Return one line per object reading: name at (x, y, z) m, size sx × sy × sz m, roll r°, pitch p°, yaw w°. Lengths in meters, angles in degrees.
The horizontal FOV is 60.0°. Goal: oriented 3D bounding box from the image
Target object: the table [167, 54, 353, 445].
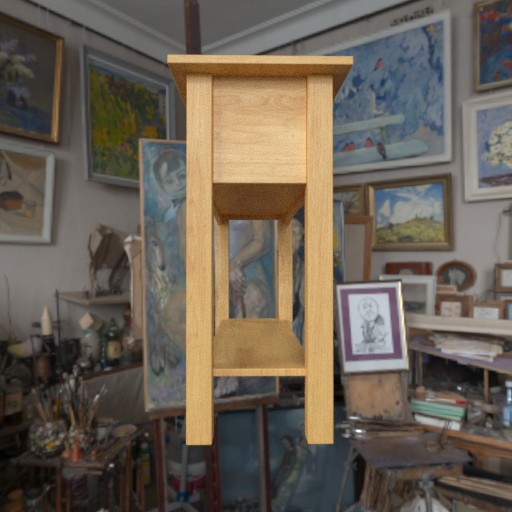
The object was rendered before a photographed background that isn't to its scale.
table at (0.000, 0.000, 1.255) m, size 0.340 × 0.728 × 0.900 m, roll 0°, pitch -1°, yaw -1°
